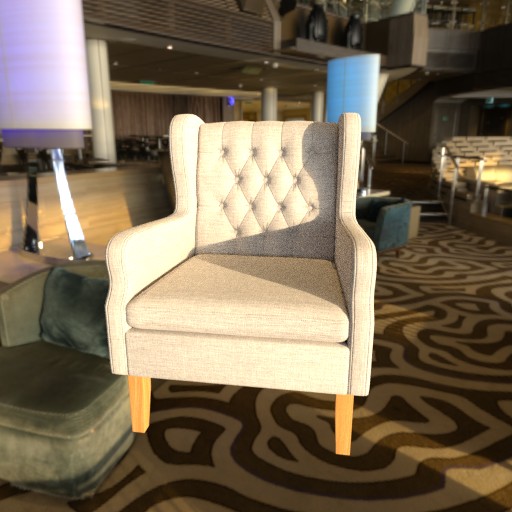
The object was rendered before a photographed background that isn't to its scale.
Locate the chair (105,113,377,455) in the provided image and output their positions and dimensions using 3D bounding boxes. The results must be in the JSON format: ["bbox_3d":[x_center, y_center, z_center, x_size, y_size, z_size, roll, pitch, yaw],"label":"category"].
[{"bbox_3d":[0.000,0.000,1.484,0.710,0.930,0.760,2,15,9],"label":"chair"}]
